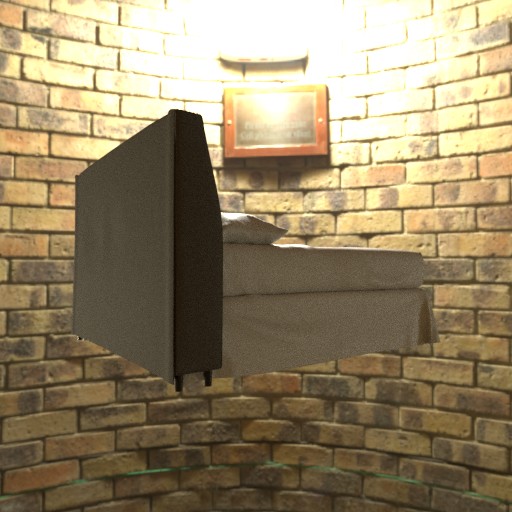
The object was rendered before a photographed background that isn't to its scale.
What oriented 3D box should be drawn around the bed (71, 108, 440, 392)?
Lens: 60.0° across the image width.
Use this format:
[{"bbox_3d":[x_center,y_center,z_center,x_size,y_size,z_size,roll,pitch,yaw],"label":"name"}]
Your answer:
[{"bbox_3d":[0.000,0.000,3.433,2.276,1.332,1.925,1,-2,-35],"label":"bed"}]
